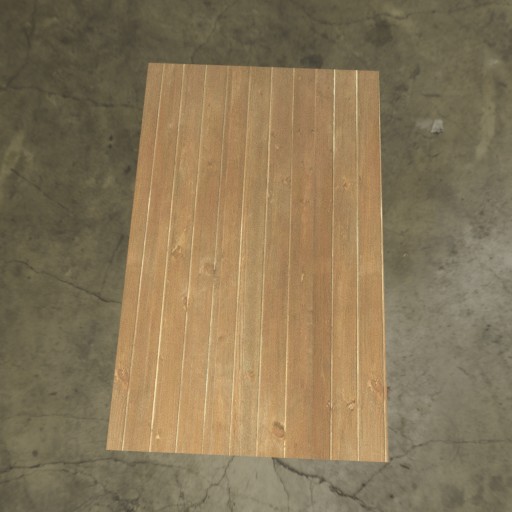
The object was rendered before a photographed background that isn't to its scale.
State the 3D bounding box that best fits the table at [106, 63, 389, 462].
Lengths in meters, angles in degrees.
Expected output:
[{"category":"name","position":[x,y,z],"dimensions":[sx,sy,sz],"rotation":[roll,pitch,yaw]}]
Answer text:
[{"category":"table","position":[0.000,0.000,1.645],"dimensions":[0.827,0.413,1.299],"rotation":[2,77,1]}]
